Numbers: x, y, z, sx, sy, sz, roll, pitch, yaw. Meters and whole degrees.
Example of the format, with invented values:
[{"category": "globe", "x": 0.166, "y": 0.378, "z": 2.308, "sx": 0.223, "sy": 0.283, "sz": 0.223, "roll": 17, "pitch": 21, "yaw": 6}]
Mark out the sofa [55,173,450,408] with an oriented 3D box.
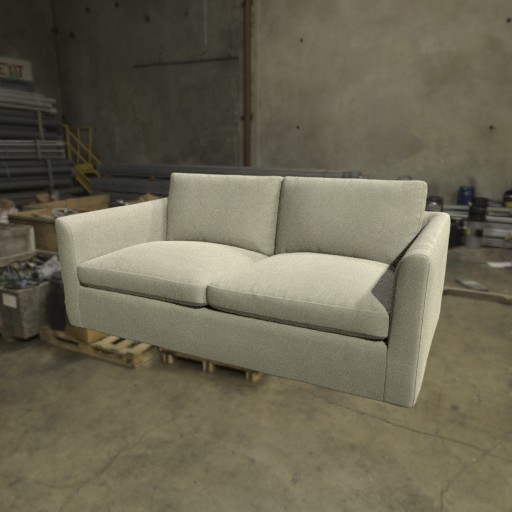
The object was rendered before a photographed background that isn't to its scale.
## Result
[{"category": "sofa", "x": 0.000, "y": 0.000, "z": 2.475, "sx": 1.905, "sy": 0.839, "sz": 1.091, "roll": 7, "pitch": 15, "yaw": 26}]
